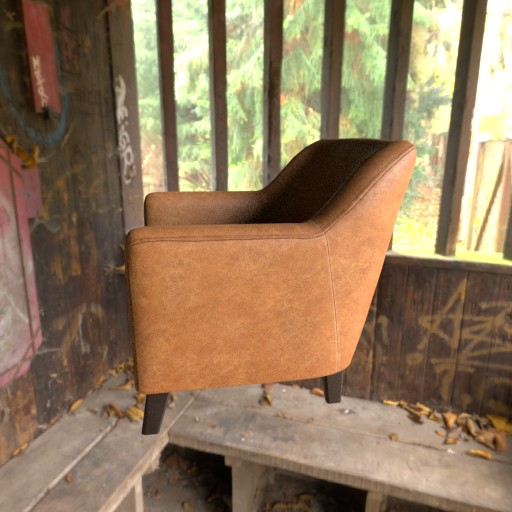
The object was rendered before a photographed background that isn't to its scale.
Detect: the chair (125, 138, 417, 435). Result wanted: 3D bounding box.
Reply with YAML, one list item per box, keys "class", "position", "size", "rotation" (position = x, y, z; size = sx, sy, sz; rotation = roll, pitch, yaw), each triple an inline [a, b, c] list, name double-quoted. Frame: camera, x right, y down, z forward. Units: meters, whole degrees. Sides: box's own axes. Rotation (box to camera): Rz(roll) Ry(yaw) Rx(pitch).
- class: "chair"
  position: [0.000, 0.000, 1.908]
  size: [1.034, 0.980, 1.037]
  rotation: [-3, 15, -10]
